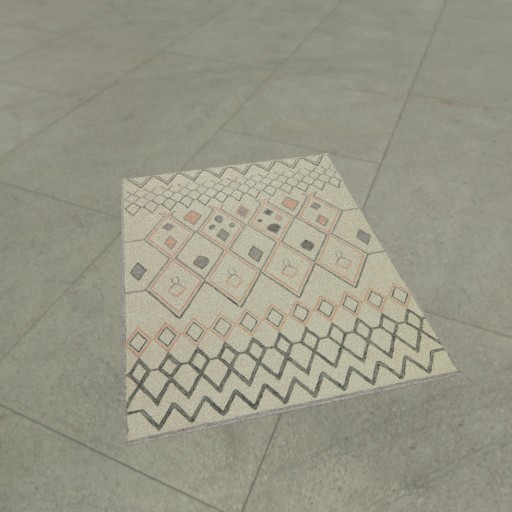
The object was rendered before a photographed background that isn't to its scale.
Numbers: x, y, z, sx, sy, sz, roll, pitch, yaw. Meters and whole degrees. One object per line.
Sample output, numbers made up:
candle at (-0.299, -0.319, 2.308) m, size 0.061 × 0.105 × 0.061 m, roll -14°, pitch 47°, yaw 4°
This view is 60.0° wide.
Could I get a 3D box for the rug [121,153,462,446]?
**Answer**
rug at (0.000, 0.000, 4.127) m, size 2.441 × 0.016 × 3.050 m, roll -9°, pitch 46°, yaw -9°
